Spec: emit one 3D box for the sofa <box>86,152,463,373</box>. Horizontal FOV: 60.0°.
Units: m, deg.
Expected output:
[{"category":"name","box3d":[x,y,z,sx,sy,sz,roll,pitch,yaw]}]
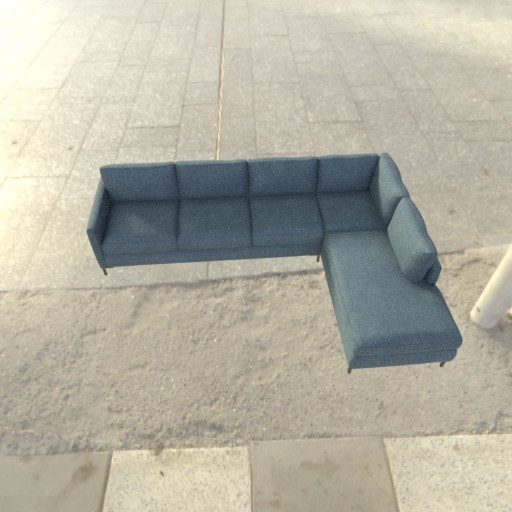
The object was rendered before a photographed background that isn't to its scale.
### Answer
[{"category":"sofa","box3d":[0.000,0.000,3.859,2.949,0.815,2.007,-3,47,-3]}]
